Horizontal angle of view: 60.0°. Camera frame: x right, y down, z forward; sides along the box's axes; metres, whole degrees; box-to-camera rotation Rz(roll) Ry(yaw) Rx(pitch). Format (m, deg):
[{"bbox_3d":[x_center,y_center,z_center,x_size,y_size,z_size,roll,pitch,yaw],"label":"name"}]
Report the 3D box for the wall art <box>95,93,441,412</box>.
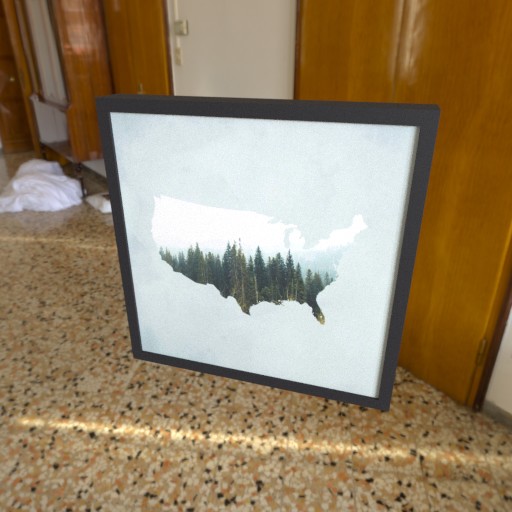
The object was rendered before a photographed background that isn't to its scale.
[{"bbox_3d":[0.000,0.000,0.457,0.304,0.304,0.038,7,27,15],"label":"wall art"}]
